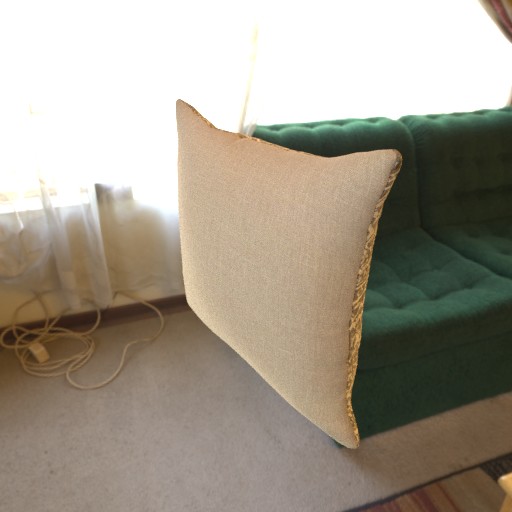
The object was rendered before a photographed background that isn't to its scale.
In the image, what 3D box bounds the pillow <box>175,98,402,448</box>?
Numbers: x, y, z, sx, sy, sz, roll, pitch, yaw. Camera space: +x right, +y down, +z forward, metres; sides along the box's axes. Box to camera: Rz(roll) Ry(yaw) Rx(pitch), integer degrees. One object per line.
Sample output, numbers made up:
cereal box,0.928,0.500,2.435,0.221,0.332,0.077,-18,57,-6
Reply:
pillow,0.000,0.000,0.799,0.180,0.487,0.546,-18,32,-32
